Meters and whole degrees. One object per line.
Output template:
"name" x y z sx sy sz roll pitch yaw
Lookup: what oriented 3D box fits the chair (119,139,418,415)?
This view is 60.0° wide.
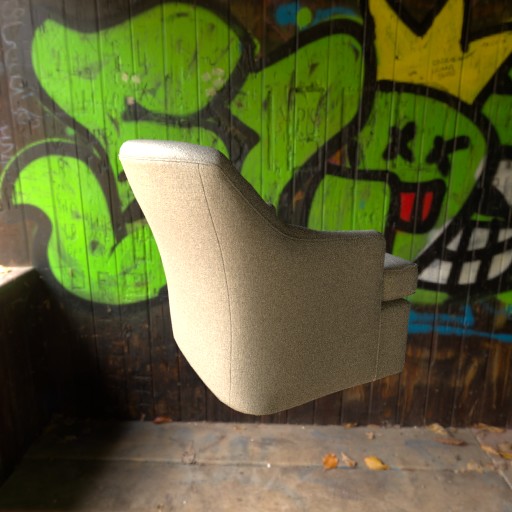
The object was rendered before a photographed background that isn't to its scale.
"chair" 0.000 0.000 1.680 0.923 0.856 0.864 -7 16 -25
